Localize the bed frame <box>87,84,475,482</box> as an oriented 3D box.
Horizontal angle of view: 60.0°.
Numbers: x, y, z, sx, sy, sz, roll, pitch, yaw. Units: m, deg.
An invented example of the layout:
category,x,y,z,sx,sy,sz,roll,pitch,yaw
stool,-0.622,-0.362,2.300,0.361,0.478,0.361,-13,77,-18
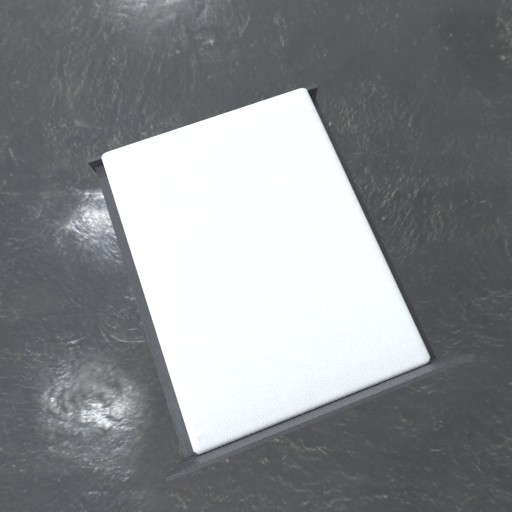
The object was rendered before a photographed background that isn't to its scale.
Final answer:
category,x,y,z,sx,sy,sz,roll,pitch,yaw
bed frame,0.000,0.000,2.773,1.622,0.800,1.960,-20,76,-5
